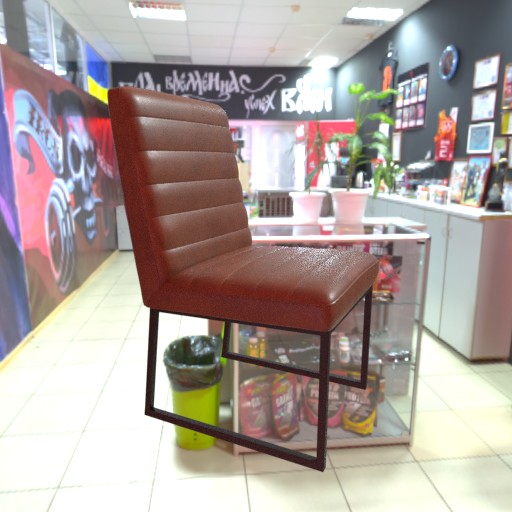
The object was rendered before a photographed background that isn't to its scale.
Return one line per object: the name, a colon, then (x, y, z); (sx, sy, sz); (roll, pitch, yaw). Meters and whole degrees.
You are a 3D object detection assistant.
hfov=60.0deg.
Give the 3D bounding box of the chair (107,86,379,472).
chair: (0.000, 0.000, 1.311); (0.634, 0.930, 0.520); (6, 14, 26)
